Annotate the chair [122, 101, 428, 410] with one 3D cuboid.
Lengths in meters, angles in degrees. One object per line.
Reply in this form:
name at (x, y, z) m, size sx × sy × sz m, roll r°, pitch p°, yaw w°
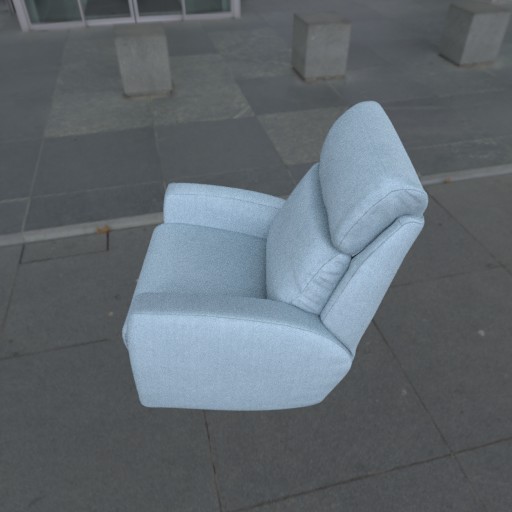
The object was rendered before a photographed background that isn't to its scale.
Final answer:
chair at (0.000, 0.000, 1.673) m, size 0.940 × 1.013 × 0.812 m, roll 1°, pitch 41°, yaw 1°
